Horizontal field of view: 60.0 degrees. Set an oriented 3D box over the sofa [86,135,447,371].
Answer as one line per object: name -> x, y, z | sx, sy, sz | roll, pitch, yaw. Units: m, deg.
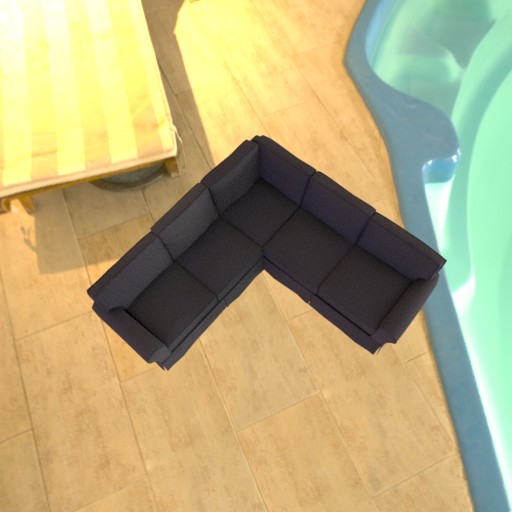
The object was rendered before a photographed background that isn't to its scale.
sofa -> 0.000, 0.000, 5.102 | 3.773, 1.169, 2.874 | -16, 65, -8
